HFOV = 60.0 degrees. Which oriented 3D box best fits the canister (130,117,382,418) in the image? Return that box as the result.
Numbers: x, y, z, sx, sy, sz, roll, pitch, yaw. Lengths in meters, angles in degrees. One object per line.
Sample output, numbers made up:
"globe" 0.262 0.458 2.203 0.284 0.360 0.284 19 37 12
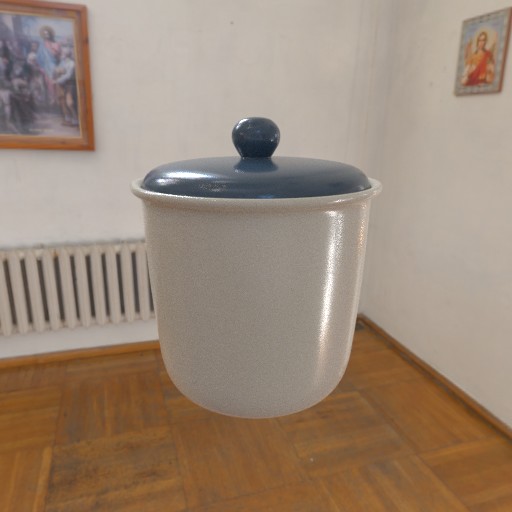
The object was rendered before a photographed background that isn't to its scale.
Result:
"canister" 0.000 0.000 0.347 0.182 0.208 0.182 0 17 0
